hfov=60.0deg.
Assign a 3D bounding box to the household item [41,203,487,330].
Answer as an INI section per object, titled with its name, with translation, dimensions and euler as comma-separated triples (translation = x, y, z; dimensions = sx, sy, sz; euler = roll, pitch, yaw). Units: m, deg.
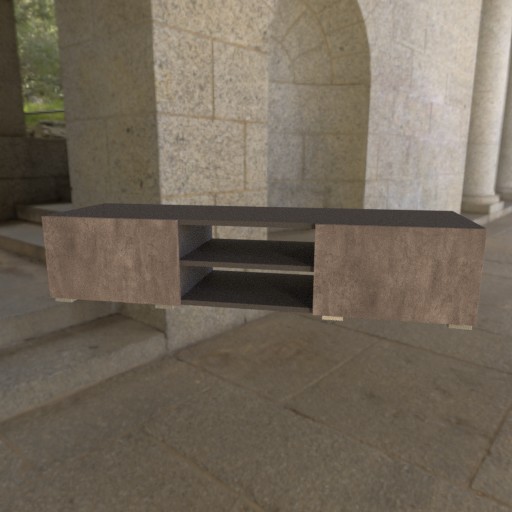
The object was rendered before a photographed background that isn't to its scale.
[household item]
translation = 0.000, 0.000, 1.603
dimensions = 1.400, 0.310, 0.420
euler = 2, 13, 11
